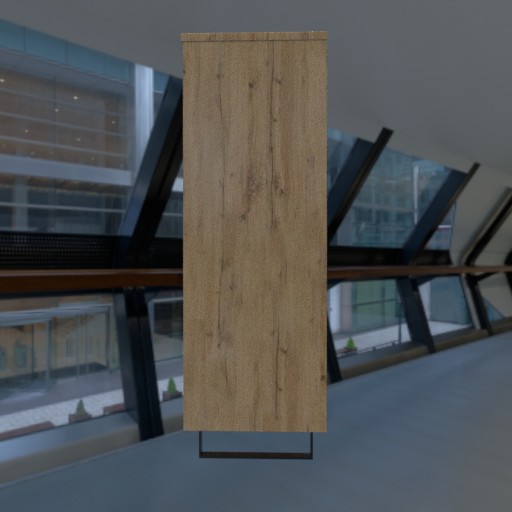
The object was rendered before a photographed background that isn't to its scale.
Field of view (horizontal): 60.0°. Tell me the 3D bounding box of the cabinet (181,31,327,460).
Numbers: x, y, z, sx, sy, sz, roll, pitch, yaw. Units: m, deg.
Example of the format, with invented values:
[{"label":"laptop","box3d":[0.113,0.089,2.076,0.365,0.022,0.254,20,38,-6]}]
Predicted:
[{"label":"cabinet","box3d":[0.000,0.000,1.965,0.473,1.397,1.168,0,0,2]}]
